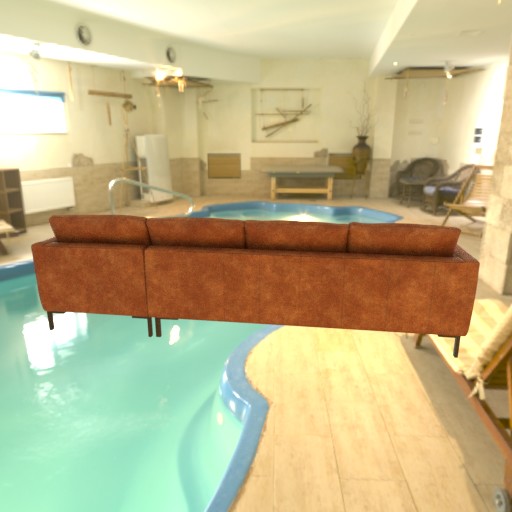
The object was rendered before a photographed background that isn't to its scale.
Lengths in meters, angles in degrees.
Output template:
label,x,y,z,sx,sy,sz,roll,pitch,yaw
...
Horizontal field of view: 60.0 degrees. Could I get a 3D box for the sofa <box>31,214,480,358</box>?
label,x,y,z,sx,sy,sz,roll,pitch,yaw
sofa,0.000,0.000,3.640,2.993,0.859,1.471,2,16,8
